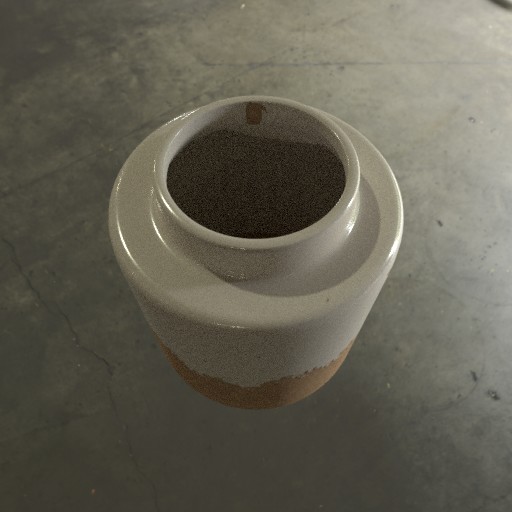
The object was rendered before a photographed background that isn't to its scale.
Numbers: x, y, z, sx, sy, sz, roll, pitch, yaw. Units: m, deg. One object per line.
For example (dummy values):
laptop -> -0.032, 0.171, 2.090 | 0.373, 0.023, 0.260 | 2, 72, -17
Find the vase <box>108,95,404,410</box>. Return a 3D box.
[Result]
vase -> 0.000, 0.000, 0.279 | 0.153, 0.167, 0.153 | 0, 58, 0
